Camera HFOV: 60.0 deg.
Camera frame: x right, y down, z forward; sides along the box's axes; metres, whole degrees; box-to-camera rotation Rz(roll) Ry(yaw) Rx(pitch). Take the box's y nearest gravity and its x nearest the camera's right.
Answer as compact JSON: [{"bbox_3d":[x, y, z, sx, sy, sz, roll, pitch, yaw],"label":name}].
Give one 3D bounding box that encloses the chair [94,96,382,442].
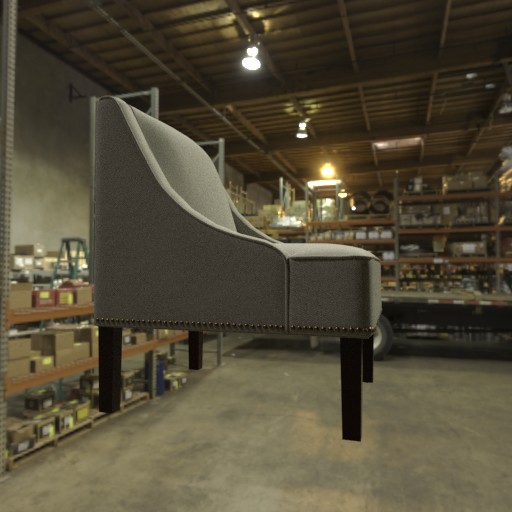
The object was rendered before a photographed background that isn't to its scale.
[{"bbox_3d":[0.000,0.000,1.392,0.748,0.872,0.628,-1,-2,17],"label":"chair"}]
